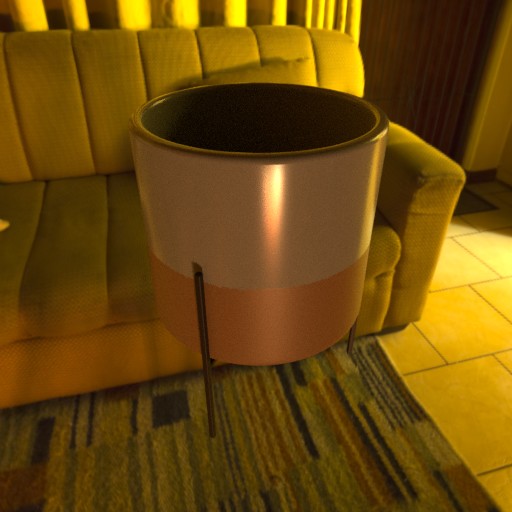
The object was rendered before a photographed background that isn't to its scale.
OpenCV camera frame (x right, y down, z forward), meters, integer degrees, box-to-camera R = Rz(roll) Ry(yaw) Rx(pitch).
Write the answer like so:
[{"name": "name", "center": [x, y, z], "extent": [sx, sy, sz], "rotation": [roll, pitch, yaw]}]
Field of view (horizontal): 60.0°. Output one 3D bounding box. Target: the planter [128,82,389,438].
[{"name": "planter", "center": [0.000, 0.000, 0.735], "extent": [0.348, 0.480, 0.360], "rotation": [-22, 40, -29]}]
